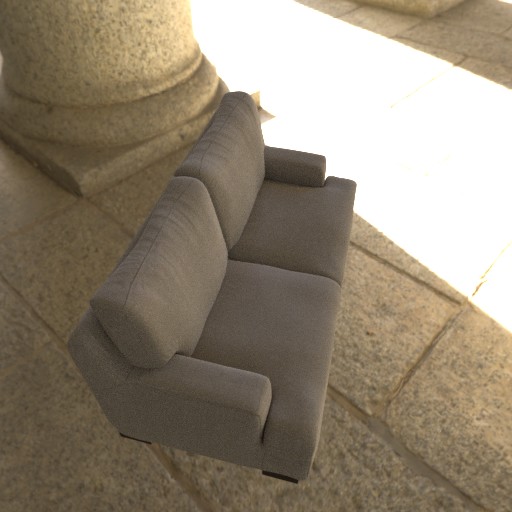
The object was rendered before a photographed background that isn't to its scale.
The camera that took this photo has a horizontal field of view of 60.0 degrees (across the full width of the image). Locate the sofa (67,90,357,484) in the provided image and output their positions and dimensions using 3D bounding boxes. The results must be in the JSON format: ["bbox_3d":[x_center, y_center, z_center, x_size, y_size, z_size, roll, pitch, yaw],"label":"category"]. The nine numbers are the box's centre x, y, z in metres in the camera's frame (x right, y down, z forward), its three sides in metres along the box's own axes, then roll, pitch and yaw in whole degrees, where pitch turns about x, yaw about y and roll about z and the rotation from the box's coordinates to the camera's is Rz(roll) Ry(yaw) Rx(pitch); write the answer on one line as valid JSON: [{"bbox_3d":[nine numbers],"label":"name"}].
[{"bbox_3d":[0.000,0.000,2.338,0.962,0.980,1.855,10,47,10],"label":"sofa"}]
